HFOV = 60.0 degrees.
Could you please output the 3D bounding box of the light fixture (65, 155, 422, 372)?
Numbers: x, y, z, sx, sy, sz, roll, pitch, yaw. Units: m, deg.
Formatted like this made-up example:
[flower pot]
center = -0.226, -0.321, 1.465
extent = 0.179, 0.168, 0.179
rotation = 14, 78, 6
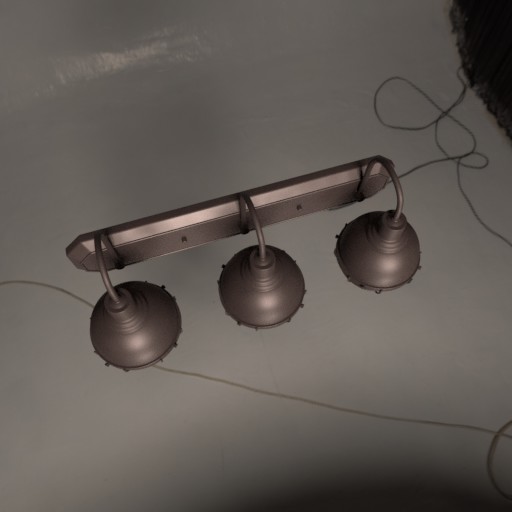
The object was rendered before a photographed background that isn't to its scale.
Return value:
[light fixture]
center = 0.000, 0.000, 0.785
extent = 0.634, 0.254, 0.229
rotation = -16, 64, -8
